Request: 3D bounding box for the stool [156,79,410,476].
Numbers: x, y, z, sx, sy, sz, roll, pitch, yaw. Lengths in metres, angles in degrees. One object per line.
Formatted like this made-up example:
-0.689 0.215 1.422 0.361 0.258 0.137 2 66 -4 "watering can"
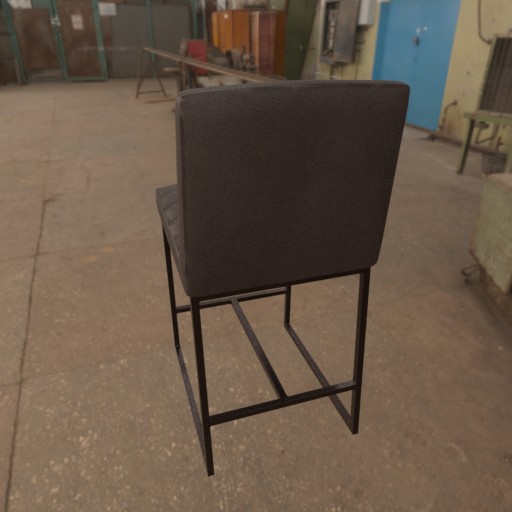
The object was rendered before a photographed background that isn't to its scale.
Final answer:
0.000 0.000 1.209 0.463 0.946 0.562 -9 29 -16 "stool"
